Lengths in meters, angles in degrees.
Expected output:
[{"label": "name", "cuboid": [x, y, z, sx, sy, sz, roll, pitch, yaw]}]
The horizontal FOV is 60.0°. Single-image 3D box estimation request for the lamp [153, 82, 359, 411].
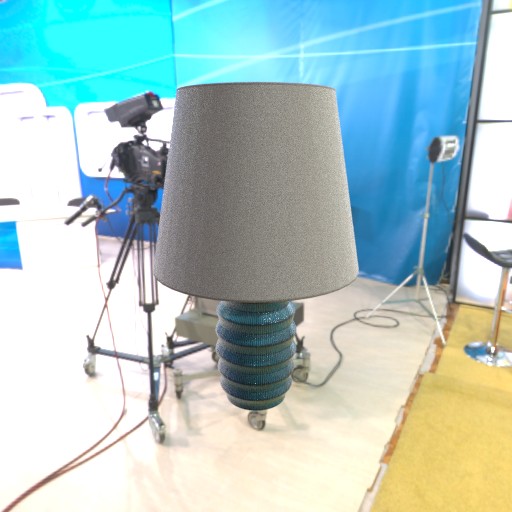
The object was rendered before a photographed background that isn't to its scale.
[{"label": "lamp", "cuboid": [0.000, 0.000, 0.558, 0.254, 0.392, 0.254, 0, 16, 0]}]
